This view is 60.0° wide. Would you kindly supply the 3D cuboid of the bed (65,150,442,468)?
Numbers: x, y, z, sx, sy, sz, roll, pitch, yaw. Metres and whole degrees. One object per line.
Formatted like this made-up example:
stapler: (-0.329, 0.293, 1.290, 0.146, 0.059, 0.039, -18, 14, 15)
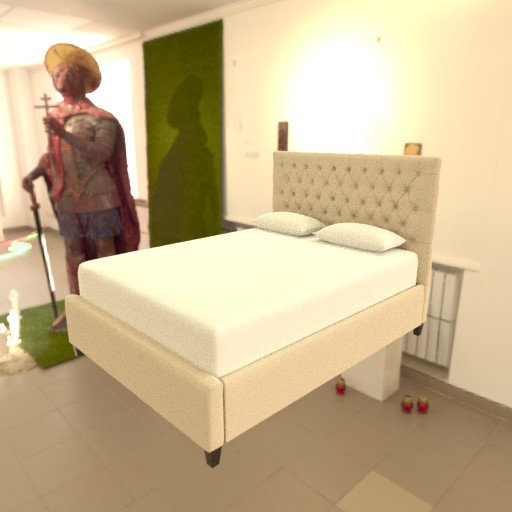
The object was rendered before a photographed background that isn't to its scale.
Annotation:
bed: (0.000, 0.000, 3.270, 2.233, 1.426, 1.696, -14, 21, -42)
